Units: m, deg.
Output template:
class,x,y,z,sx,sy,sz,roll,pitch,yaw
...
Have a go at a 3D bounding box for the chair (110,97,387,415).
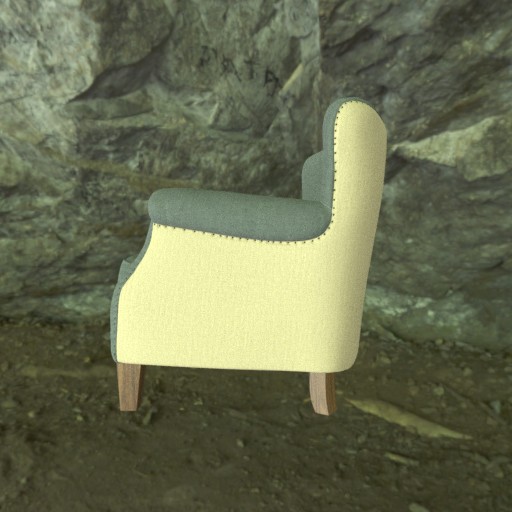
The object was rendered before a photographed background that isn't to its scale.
class,x,y,z,sx,sy,sz,roll,pitch,yaw
chair,0.000,0.000,1.661,0.921,0.936,0.861,0,0,1
